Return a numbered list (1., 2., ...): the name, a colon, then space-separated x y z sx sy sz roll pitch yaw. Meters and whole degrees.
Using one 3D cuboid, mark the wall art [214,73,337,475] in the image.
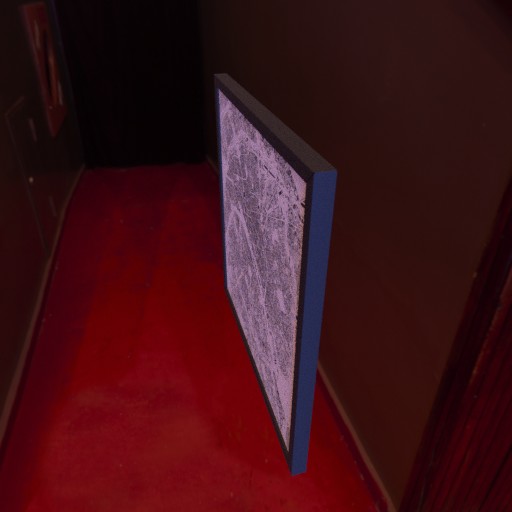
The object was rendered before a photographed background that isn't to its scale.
1. wall art: 0.000 0.000 1.158 0.037 0.763 0.763 -8 34 -13
